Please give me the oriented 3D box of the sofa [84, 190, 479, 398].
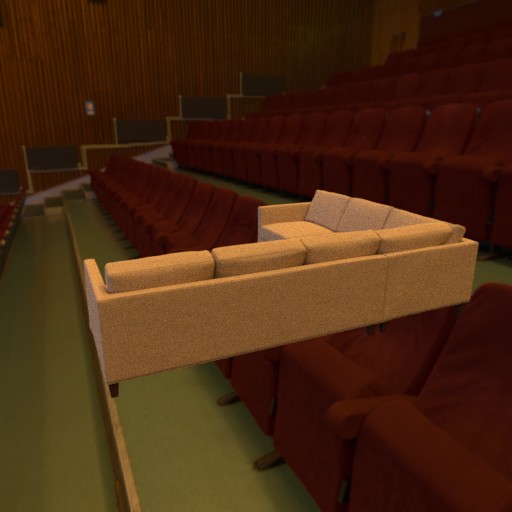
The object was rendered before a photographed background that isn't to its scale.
[{"bbox_3d":[0.000,0.000,4.323,3.182,0.863,2.432,-8,18,-24],"label":"sofa"}]
